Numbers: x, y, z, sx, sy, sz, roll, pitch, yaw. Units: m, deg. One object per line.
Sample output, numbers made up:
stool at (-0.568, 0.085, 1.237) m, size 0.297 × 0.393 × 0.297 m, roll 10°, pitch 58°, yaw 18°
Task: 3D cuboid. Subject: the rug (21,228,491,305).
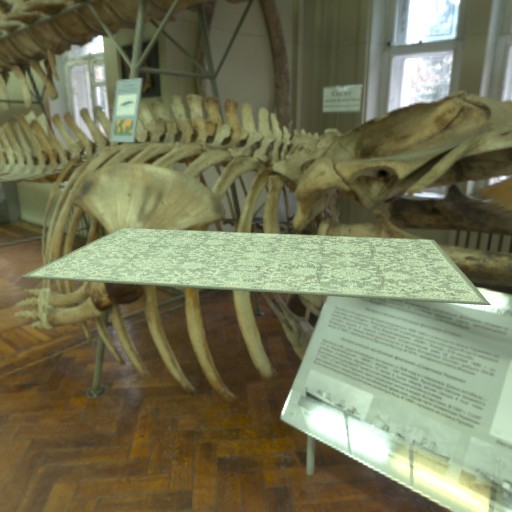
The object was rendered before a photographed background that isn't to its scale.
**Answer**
rug at (0.000, 0.000, 3.560) m, size 3.048 × 0.011 × 1.546 m, roll 3°, pitch 17°, yaw 9°
